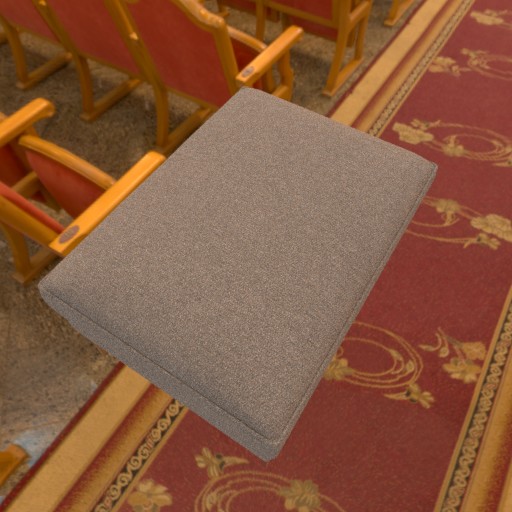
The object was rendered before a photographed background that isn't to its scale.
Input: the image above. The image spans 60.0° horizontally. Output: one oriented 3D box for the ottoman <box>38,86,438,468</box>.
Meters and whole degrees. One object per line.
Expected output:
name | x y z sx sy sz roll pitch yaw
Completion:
ottoman | 0.000 0.000 1.122 0.583 0.464 0.785 28 61 17
